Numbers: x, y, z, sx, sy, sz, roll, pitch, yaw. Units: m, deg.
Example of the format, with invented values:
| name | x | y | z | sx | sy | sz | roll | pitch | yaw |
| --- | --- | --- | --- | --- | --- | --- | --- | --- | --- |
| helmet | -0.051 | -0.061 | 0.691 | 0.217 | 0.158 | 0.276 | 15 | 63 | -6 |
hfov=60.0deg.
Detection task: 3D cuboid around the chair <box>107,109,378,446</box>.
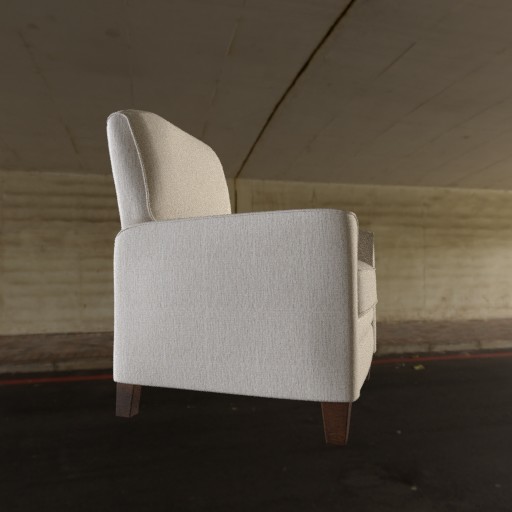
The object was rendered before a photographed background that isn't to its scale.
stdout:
| name | x | y | z | sx | sy | sz | roll | pitch | yaw |
| --- | --- | --- | --- | --- | --- | --- | --- | --- | --- |
| chair | 0.000 | 0.000 | 1.657 | 0.858 | 1.028 | 0.841 | 0 | -1 | 19 |
